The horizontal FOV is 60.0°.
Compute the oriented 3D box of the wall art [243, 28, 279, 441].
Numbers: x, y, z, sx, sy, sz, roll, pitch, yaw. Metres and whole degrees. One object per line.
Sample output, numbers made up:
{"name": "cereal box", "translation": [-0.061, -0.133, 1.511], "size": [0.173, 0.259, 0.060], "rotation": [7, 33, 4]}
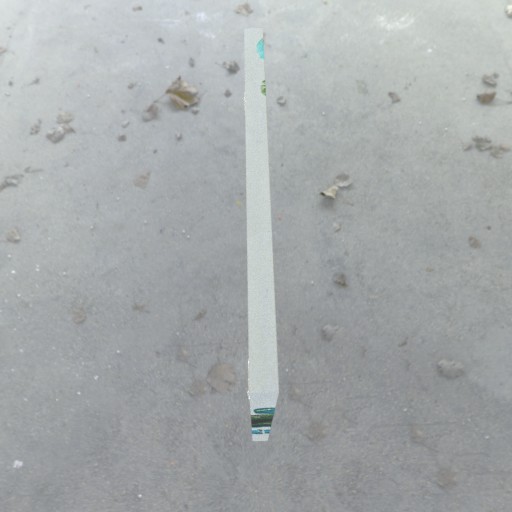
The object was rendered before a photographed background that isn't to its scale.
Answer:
{"name": "wall art", "translation": [0.000, 0.000, 0.992], "size": [0.043, 0.610, 0.711], "rotation": [-1, 62, -1]}
